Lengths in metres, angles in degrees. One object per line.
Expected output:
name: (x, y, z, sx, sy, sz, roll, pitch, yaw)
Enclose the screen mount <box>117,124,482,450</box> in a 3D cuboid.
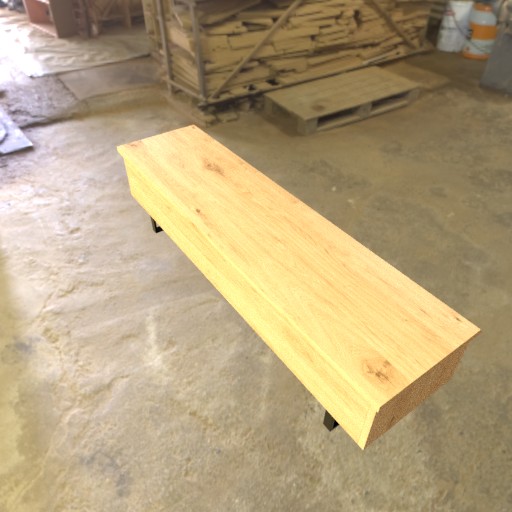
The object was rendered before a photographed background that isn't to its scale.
screen mount: (0.000, 0.000, 1.870, 0.450, 0.430, 1.700, -25, 47, -26)
